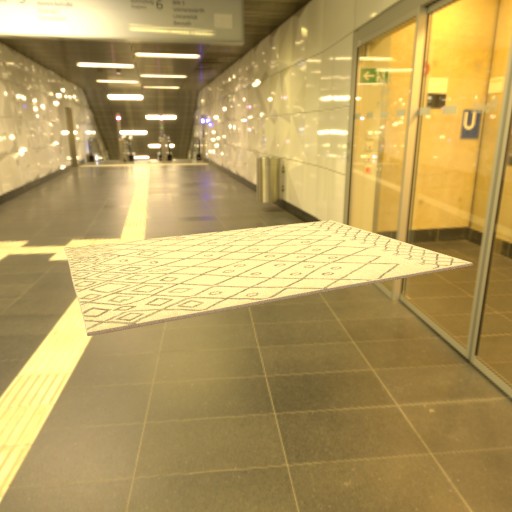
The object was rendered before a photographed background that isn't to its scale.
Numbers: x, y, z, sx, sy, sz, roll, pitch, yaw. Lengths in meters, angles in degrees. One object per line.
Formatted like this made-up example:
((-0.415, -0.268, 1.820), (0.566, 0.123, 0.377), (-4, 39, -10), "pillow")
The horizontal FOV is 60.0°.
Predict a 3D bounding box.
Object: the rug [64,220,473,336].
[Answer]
((0.000, 0.000, 2.365), (1.828, 0.015, 1.222), (-8, 18, -25), "rug")
